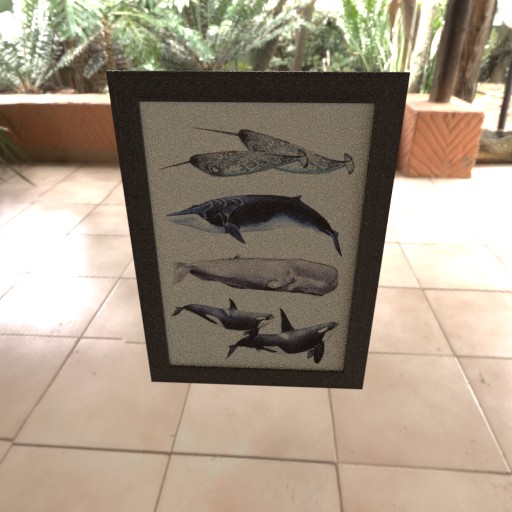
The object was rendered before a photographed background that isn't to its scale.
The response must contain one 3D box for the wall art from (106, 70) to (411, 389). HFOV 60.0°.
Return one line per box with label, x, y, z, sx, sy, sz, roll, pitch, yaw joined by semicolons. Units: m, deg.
wall art;0.000;0.000;1.445;0.810;1.116;0.016;1;28;3
